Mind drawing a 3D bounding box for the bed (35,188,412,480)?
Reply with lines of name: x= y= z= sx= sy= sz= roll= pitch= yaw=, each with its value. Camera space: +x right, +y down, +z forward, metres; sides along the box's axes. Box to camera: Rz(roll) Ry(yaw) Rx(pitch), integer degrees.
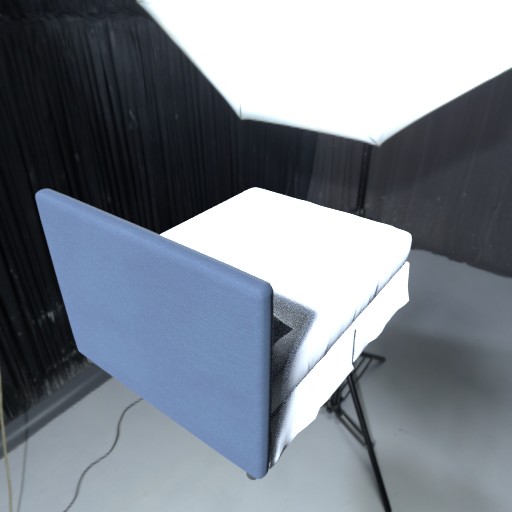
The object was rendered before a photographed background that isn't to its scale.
bed: x=0.000 y=0.000 z=3.197 sx=1.713 sy=1.330 sz=2.162 roll=22 pitch=37 yaw=31
